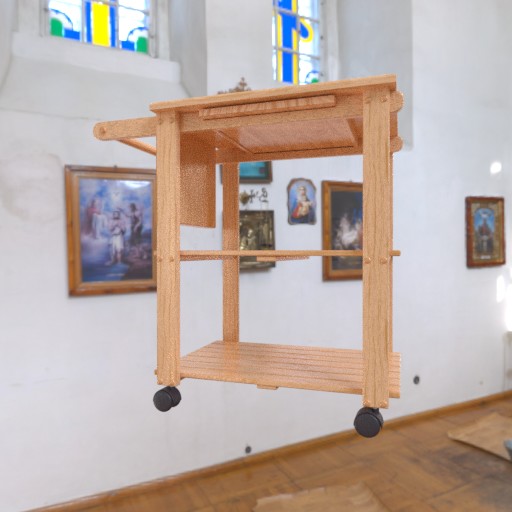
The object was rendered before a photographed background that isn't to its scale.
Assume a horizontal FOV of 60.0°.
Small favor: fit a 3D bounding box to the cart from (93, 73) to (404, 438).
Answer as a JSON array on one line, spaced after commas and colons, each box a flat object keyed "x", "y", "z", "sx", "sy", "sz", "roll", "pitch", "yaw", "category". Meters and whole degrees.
[{"x": 0.000, "y": 0.000, "z": 1.338, "sx": 0.843, "sy": 0.816, "sz": 0.520, "roll": 0, "pitch": 0, "yaw": 18, "category": "cart"}]
